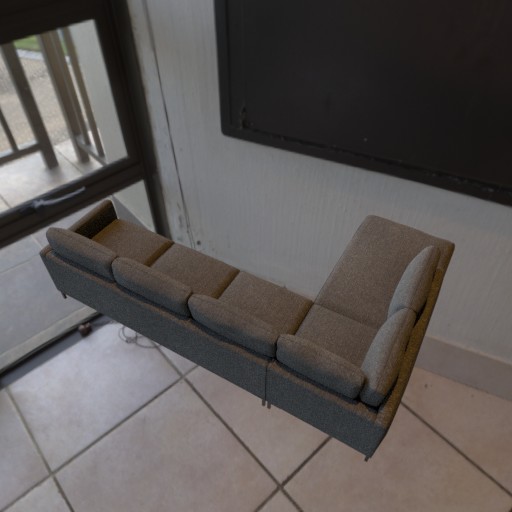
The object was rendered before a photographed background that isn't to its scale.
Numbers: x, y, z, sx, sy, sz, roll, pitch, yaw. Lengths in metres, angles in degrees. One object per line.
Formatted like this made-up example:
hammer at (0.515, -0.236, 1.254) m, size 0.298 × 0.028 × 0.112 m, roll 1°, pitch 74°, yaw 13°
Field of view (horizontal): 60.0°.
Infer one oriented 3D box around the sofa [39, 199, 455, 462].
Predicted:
sofa at (0.000, 0.000, 3.803) m, size 2.949 × 0.815 × 2.007 m, roll 22°, pitch 50°, yaw 20°
